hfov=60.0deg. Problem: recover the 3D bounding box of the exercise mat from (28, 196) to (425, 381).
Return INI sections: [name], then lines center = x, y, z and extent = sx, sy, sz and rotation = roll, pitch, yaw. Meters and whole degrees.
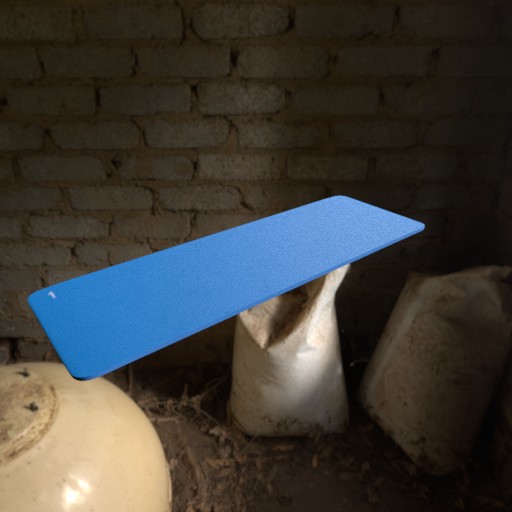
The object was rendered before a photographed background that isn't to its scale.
[exercise mat]
center = 0.000, 0.000, 2.055
extent = 1.869, 0.021, 0.616
rotation = -20, 34, -34
